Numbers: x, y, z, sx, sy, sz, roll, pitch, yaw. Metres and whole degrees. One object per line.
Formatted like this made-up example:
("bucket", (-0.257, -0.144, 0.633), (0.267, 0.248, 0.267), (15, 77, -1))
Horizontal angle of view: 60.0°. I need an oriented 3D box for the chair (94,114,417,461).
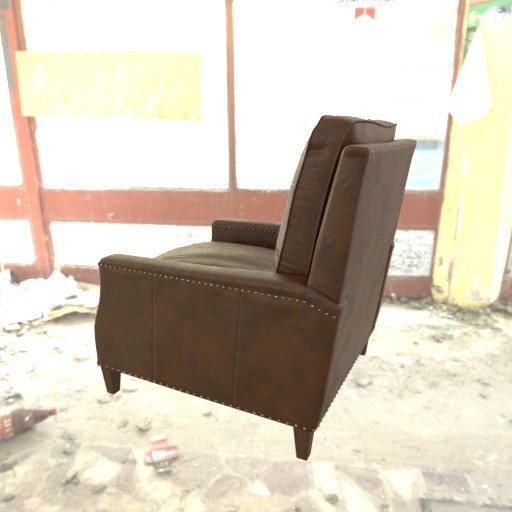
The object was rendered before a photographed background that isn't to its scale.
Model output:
("chair", (0.000, 0.000, 1.770), (1.035, 1.054, 0.854), (8, 18, 26))
